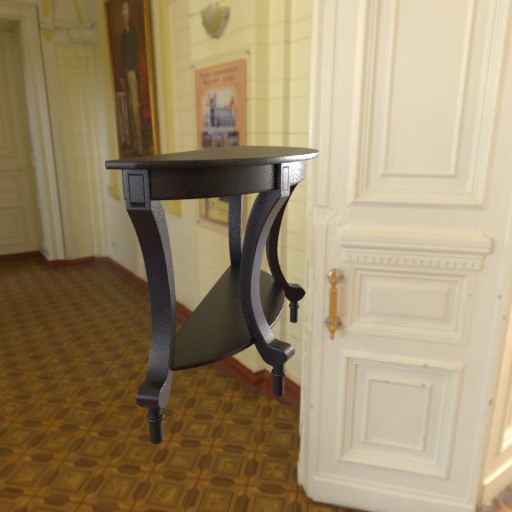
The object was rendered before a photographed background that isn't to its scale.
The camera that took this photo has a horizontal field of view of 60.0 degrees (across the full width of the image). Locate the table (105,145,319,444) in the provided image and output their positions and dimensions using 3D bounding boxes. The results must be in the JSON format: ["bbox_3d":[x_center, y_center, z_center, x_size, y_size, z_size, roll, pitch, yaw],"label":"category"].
[{"bbox_3d":[0.000,0.000,1.495,0.394,0.692,1.198,3,16,9],"label":"table"}]
